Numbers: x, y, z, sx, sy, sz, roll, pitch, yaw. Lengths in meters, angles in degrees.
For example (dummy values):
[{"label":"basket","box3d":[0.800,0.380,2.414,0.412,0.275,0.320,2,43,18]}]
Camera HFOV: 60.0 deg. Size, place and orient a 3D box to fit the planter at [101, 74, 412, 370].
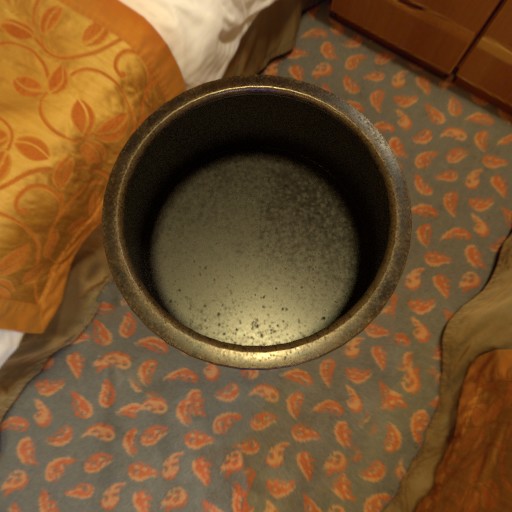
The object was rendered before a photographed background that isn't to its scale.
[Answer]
[{"label":"planter","box3d":[0.000,0.000,0.711,0.345,0.465,0.354,-12,77,-3]}]
